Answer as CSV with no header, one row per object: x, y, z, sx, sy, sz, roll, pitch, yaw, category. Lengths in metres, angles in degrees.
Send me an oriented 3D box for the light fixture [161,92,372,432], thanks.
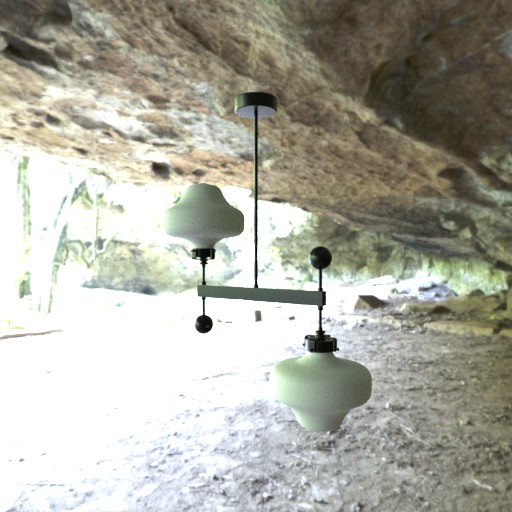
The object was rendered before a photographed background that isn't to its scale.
0.000,0.000,1.053,0.489,0.743,0.422,0,0,0,light fixture
